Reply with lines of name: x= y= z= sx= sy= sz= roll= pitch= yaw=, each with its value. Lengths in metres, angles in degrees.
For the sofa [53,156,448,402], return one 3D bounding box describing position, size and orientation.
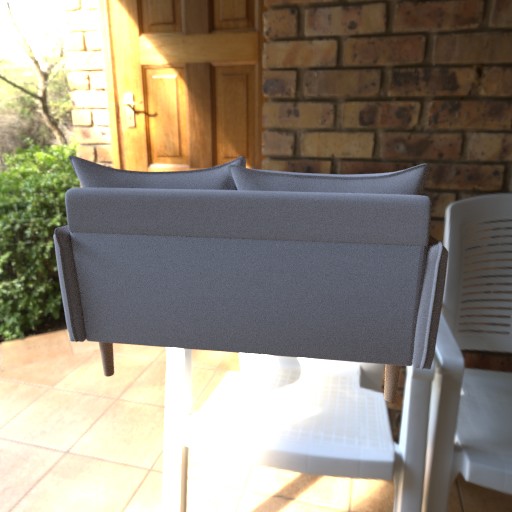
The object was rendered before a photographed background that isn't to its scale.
sofa: x=0.000 y=0.000 z=1.837 sx=1.300 sy=0.840 sz=0.820 roll=3 pitch=17 yaw=8
